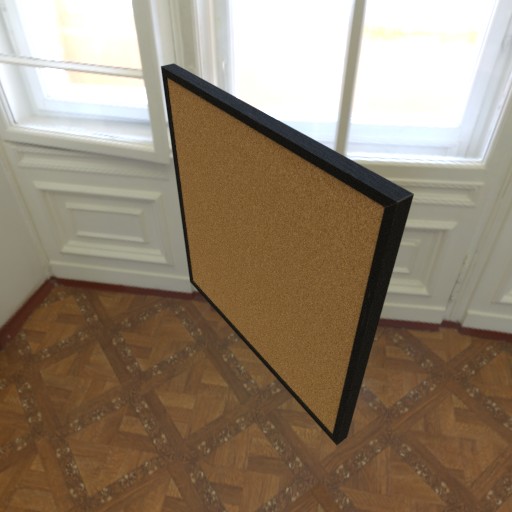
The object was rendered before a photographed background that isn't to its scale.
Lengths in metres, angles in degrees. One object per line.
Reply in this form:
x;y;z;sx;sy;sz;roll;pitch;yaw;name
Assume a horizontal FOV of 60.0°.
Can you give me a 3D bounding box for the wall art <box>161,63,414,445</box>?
0.000;0.000;1.148;0.037;0.761;0.761;-26;47;-27;wall art
